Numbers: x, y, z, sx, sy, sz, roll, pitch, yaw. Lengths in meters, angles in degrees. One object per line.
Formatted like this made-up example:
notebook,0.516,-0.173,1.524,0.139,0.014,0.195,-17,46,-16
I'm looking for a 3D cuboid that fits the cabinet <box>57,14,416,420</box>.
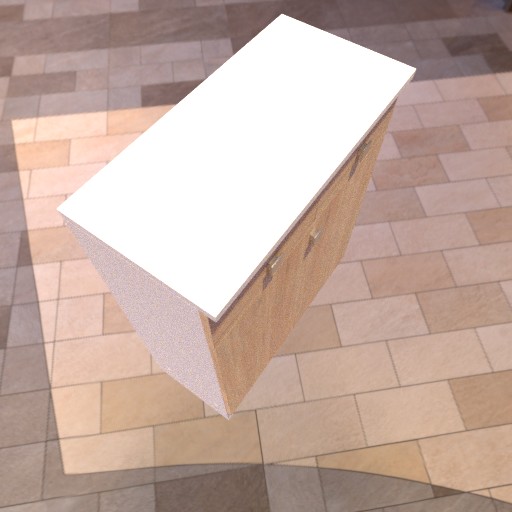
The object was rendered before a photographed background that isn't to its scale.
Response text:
cabinet,0.000,0.000,1.083,0.296,0.815,0.600,31,64,17
